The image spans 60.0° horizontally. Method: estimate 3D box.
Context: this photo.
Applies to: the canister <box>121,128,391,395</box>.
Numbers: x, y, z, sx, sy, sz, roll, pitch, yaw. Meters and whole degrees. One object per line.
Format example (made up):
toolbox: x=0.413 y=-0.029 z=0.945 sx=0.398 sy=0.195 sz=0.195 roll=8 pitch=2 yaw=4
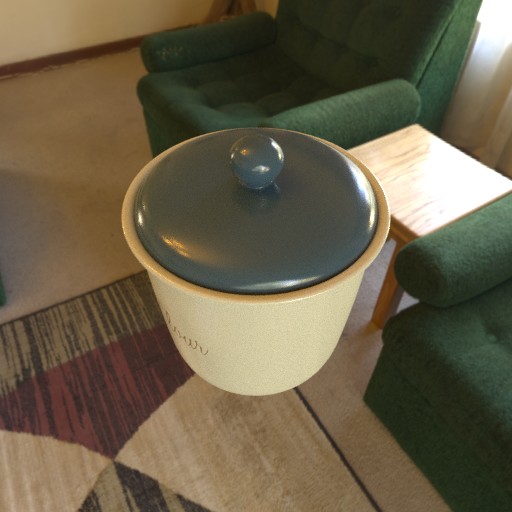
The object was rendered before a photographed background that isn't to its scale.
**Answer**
canister: x=0.000 y=0.000 z=0.348 sx=0.182 sy=0.208 sz=0.182 roll=0 pitch=47 yaw=0
